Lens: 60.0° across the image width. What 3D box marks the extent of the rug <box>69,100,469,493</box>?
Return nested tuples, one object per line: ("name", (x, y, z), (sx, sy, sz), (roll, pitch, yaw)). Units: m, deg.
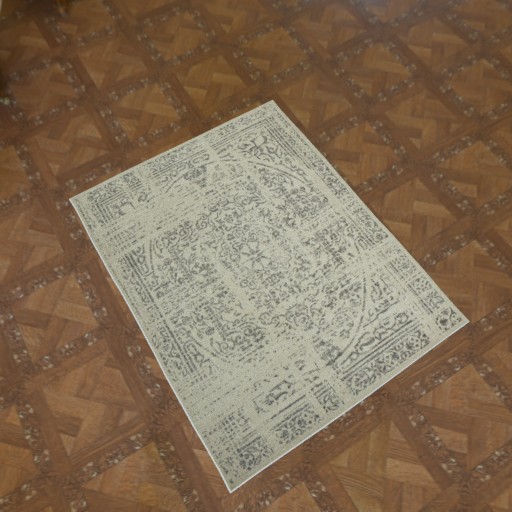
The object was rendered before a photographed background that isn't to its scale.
("rug", (0.000, 0.000, 3.896), (2.311, 0.032, 2.921), (-30, 68, -14))
